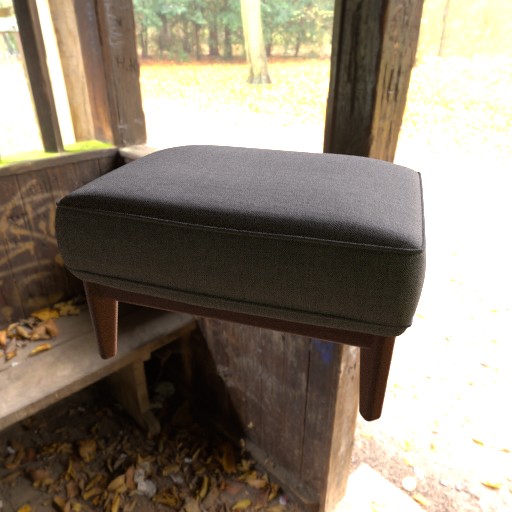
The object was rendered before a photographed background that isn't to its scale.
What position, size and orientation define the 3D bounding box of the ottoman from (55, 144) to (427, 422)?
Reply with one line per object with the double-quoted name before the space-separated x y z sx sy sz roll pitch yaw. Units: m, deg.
"ottoman" 0.000 0.000 1.098 0.750 0.458 0.555 8 29 15
